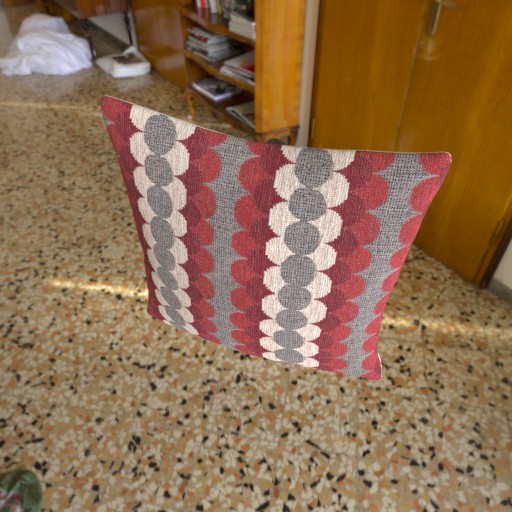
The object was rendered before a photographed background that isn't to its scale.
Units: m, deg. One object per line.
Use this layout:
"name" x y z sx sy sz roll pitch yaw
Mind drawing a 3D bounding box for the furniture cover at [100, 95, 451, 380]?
"furniture cover" 0.000 0.000 0.646 0.435 0.420 0.145 13 43 14
